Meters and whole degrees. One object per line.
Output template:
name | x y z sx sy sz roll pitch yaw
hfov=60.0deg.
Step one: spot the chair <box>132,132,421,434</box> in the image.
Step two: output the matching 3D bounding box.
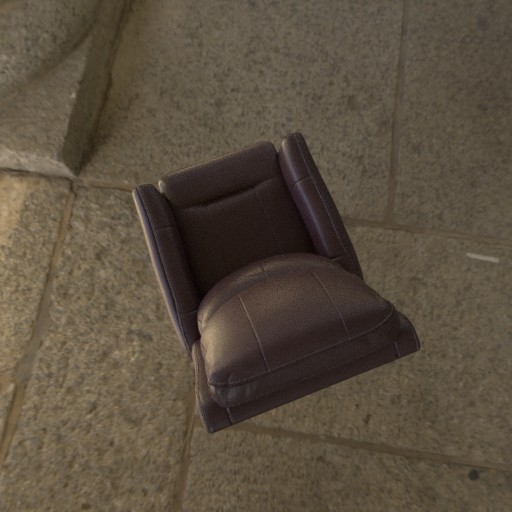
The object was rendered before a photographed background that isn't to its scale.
chair | 0.000 0.000 1.810 0.829 1.030 1.080 -20 77 -5
